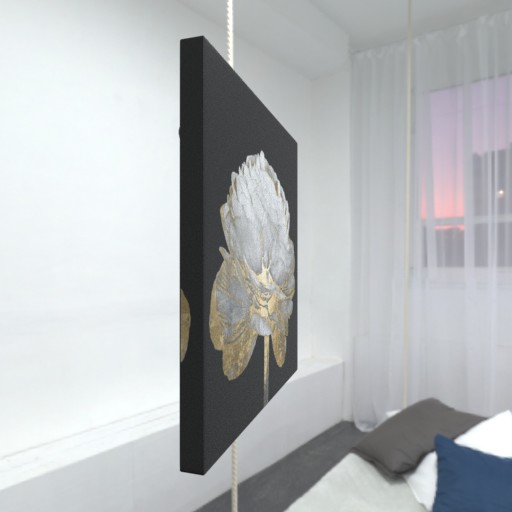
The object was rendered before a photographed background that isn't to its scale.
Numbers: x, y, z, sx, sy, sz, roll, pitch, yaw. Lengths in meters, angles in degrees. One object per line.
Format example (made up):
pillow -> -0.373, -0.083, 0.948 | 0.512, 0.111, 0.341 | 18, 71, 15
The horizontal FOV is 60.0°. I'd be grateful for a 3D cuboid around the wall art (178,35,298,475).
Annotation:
wall art -> 0.000, 0.000, 0.907 | 0.043, 0.611, 0.610 | 0, 0, 18
